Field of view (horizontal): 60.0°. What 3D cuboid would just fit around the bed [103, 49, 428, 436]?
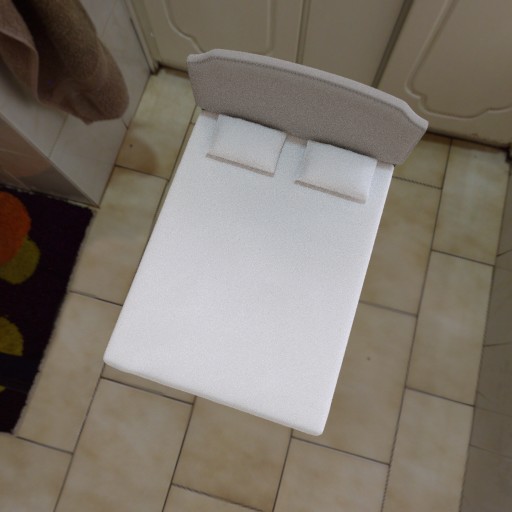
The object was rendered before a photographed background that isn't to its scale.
[{"bbox_3d":[0.000,0.000,2.891,1.558,1.270,1.999,17,77,4],"label":"bed"}]
